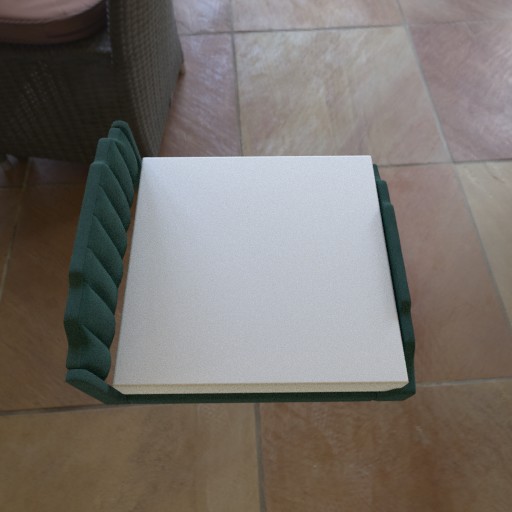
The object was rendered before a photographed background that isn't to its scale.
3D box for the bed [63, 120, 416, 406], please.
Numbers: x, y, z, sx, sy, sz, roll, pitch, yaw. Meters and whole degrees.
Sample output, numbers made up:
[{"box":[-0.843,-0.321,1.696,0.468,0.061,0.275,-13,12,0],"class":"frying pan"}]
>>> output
[{"box":[0.000,0.000,3.478,2.340,1.245,2.074,-1,63,0],"class":"bed"}]
